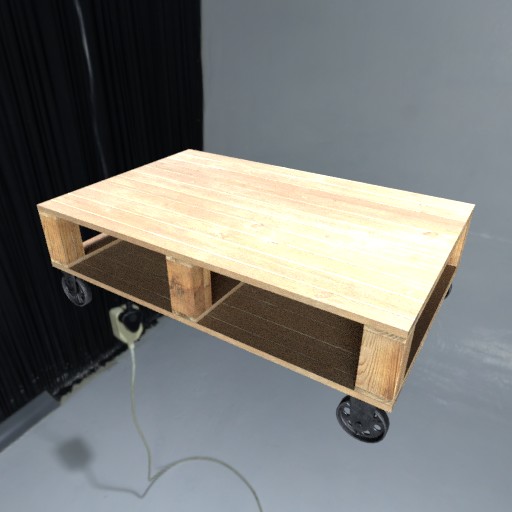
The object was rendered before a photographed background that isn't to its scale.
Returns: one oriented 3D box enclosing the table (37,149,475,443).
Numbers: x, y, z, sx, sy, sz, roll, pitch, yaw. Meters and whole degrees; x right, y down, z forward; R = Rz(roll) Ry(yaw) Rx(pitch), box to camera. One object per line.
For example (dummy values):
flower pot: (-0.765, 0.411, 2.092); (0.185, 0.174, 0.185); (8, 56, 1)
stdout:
table: (0.000, 0.000, 1.658); (1.299, 0.413, 0.827); (17, 34, 28)
